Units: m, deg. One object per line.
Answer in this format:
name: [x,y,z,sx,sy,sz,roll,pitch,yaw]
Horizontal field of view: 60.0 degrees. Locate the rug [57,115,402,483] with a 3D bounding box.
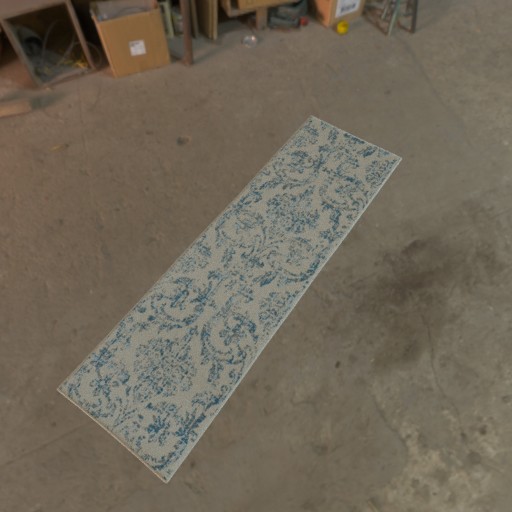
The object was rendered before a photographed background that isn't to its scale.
rug: [0.000,0.000,2.371,0.662,0.011,2.196,31,64,17]
